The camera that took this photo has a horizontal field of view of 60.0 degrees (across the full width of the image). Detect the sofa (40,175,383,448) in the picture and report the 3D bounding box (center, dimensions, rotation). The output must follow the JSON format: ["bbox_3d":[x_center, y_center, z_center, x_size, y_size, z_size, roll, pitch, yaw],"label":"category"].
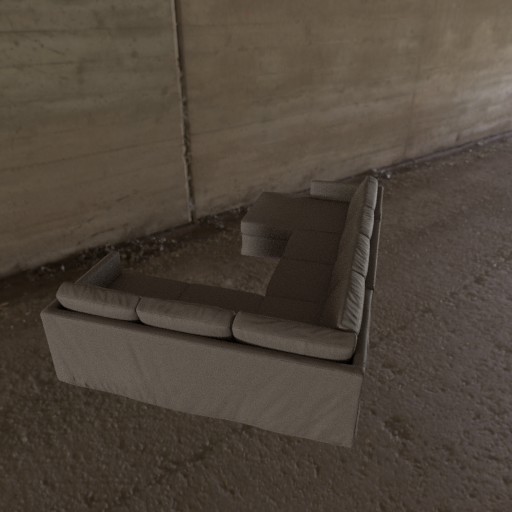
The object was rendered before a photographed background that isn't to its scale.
[{"bbox_3d":[0.000,0.000,4.621,2.476,0.878,3.528,8,31,14],"label":"sofa"}]
